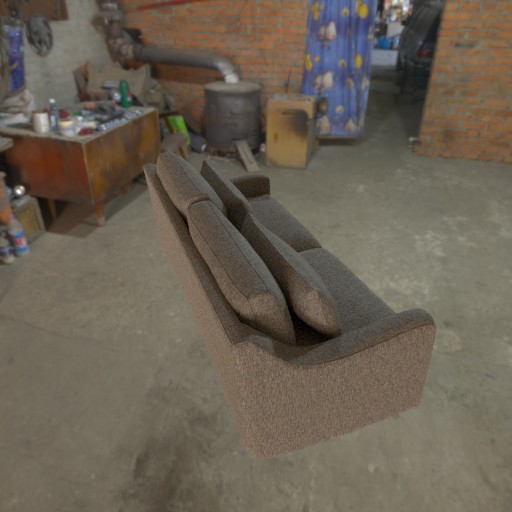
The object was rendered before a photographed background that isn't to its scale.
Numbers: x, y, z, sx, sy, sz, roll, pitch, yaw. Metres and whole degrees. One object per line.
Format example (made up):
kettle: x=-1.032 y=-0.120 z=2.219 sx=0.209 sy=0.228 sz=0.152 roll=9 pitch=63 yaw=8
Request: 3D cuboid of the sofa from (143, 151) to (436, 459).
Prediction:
sofa: x=0.000 y=0.000 z=3.039 sx=1.103 sy=0.998 sz=2.418 roll=-11 pitch=31 yaw=-18
